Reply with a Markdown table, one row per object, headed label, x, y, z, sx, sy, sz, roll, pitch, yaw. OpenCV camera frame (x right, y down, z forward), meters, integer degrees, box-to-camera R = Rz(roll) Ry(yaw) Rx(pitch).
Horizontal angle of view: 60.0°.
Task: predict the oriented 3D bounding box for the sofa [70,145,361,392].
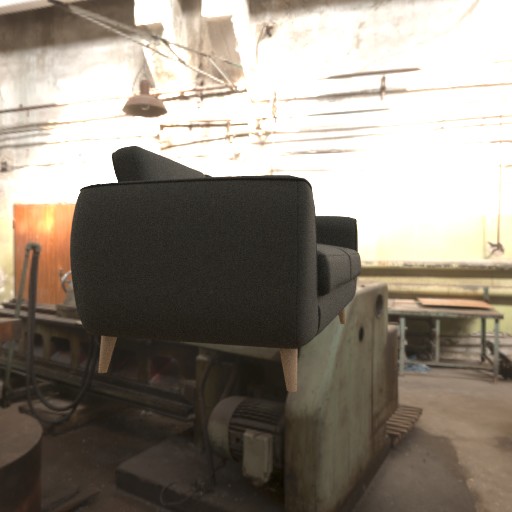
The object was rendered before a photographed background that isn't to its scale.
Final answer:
| label | x | y | z | sx | sy | sz | roll | pitch | yaw |
| --- | --- | --- | --- | --- | --- | --- | --- | --- | --- |
| sofa | 0.000 | 0.000 | 2.179 | 0.920 | 0.850 | 1.700 | 0 | 1 | 18 |
